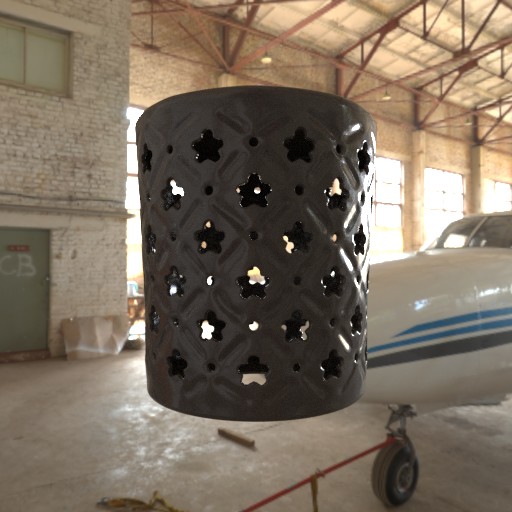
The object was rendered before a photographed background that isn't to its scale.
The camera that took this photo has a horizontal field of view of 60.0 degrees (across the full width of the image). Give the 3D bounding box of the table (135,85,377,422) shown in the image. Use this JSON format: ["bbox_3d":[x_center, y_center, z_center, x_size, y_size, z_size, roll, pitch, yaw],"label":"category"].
[{"bbox_3d":[0.000,0.000,0.664,0.352,0.387,0.352,0,-1,0],"label":"table"}]
